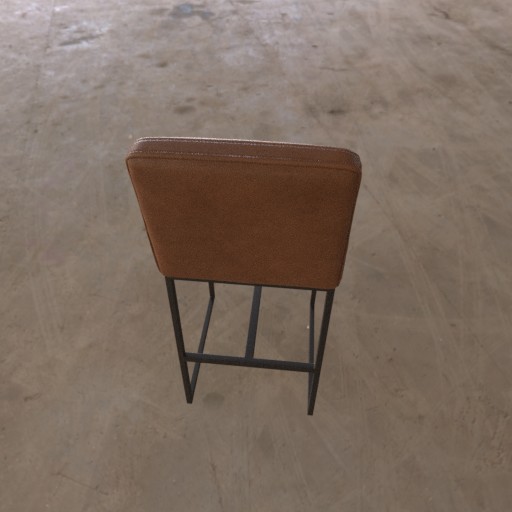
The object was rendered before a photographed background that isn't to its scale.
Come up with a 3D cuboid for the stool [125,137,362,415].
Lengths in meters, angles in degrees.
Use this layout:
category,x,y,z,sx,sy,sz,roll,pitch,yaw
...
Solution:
category,x,y,z,sx,sy,sz,roll,pitch,yaw
stool,0.000,0.000,1.325,0.458,1.040,0.556,4,46,4
